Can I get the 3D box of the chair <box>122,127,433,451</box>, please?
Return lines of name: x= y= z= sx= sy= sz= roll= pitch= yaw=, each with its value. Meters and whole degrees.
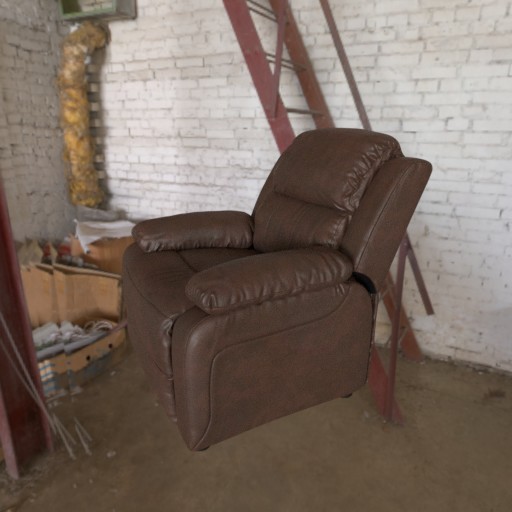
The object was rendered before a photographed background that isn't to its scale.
chair: x=0.000 y=0.000 z=1.271 sx=0.707 sy=0.702 sz=0.680 roll=-9 pitch=19 yaw=-26
